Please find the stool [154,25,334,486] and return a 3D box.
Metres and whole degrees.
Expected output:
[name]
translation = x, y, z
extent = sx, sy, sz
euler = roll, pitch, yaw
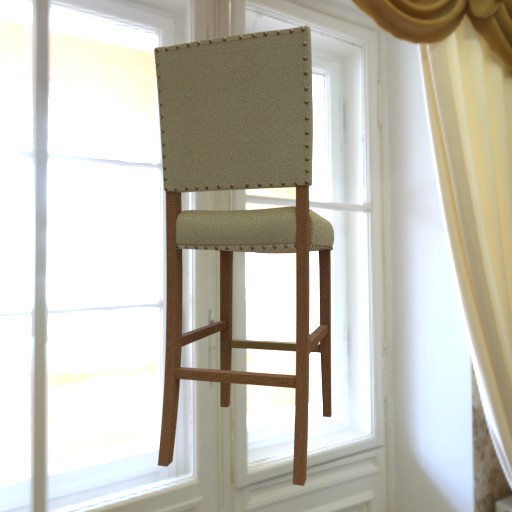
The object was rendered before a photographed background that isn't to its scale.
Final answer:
[stool]
translation = 0.000, 0.000, 1.431
extent = 0.445, 1.168, 0.584
euler = 0, -1, 16
